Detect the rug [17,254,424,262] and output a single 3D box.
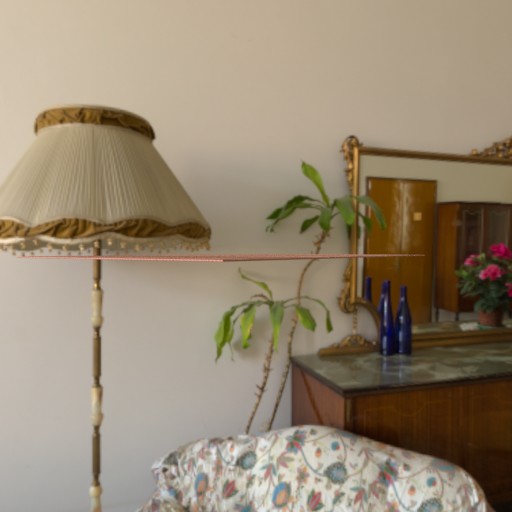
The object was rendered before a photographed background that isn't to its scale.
[{"bbox_3d":[0.000,0.000,2.992,1.523,0.008,2.438,1,1,37],"label":"rug"}]
